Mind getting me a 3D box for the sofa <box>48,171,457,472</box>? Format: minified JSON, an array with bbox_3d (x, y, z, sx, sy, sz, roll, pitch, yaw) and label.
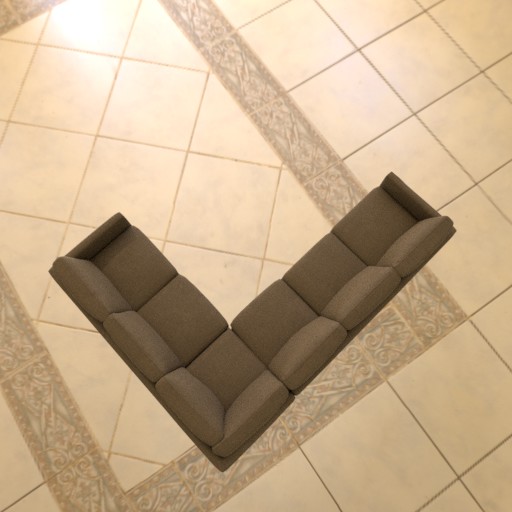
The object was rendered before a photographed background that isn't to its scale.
[{"bbox_3d":[0.000,0.000,4.655,3.302,0.947,2.593,-43,79,-10],"label":"sofa"}]
